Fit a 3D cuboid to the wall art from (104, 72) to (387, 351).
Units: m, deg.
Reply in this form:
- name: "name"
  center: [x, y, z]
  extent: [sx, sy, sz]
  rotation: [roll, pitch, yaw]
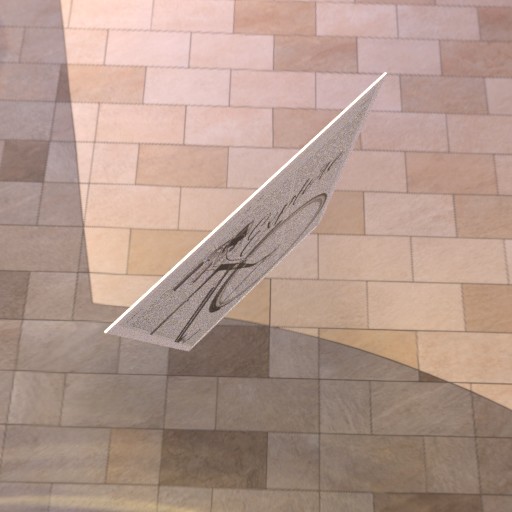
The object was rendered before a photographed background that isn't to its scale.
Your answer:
- name: "wall art"
  center: [0.000, 0.000, 0.811]
  extent: [0.457, 0.610, 0.003]
  rotation: [-44, 80, -10]
